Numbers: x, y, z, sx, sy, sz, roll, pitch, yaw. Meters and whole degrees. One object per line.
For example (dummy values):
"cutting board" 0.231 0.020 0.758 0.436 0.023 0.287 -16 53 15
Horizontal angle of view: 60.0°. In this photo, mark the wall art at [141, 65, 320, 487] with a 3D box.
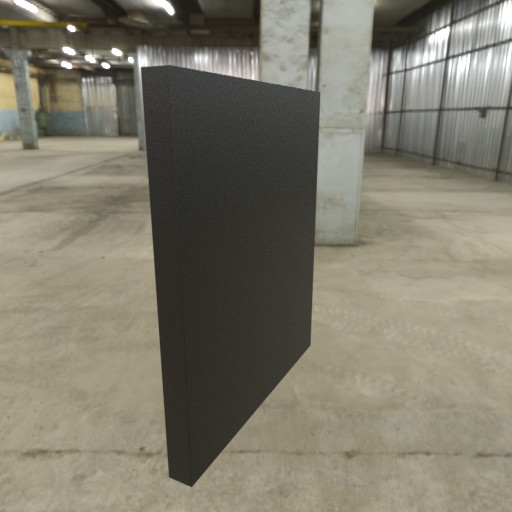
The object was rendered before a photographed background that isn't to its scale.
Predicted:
"wall art" 0.000 0.000 0.522 0.028 0.380 0.325 8 19 26
